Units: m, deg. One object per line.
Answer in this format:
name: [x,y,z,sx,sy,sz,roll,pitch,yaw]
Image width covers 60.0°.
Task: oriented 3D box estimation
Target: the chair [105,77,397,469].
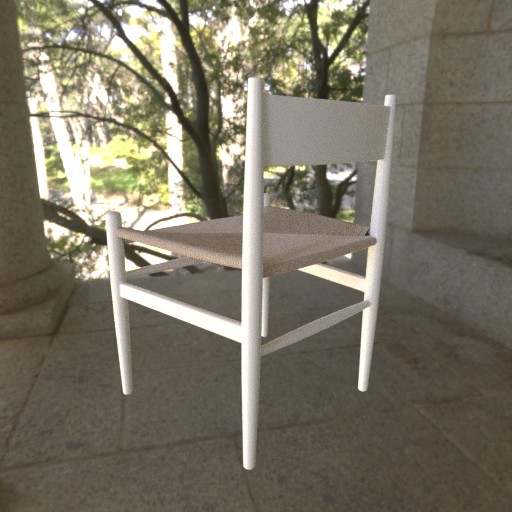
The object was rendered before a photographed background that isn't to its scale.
chair: [0.000,0.000,1.113,0.556,0.762,0.495,-14,20,-42]
